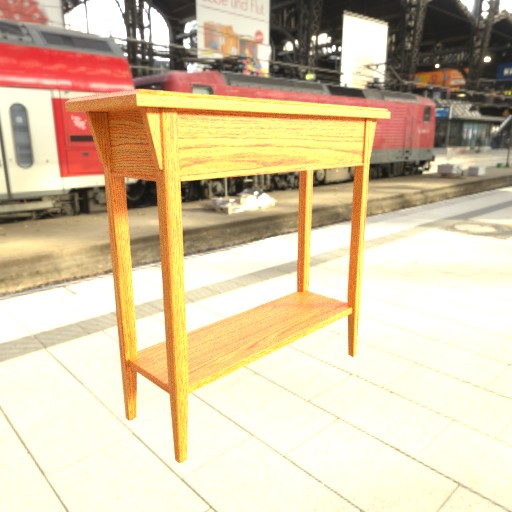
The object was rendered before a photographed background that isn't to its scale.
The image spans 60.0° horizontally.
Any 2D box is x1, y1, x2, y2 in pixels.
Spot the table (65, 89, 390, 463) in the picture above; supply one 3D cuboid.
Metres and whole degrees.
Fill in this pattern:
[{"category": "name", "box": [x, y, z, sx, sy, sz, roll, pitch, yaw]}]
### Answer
[{"category": "table", "box": [0.000, 0.000, 1.098, 0.254, 0.711, 0.762, 15, 21, 43]}]
